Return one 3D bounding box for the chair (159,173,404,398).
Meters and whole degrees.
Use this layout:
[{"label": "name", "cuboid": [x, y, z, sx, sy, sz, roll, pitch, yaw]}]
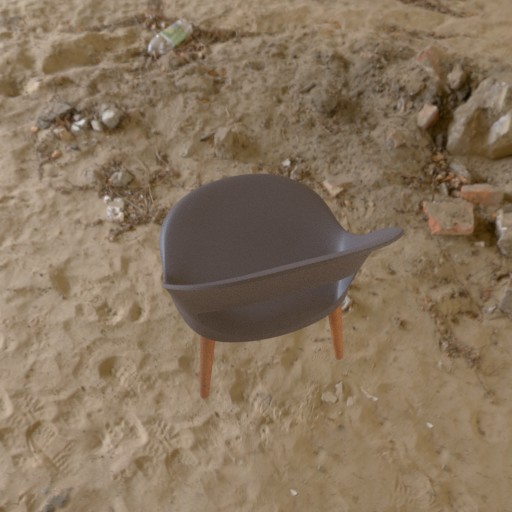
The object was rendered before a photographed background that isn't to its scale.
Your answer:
[{"label": "chair", "cuboid": [0.000, 0.000, 1.127, 0.470, 0.794, 0.556, -14, 59, -8]}]
